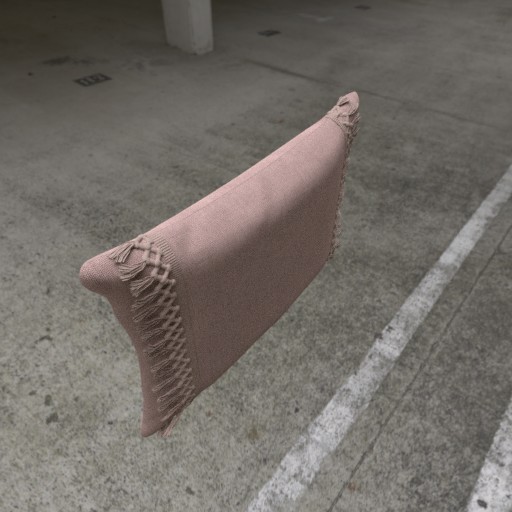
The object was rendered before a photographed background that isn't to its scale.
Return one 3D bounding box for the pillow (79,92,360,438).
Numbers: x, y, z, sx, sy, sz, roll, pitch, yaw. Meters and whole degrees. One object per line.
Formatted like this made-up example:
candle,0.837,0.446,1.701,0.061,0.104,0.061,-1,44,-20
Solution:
pillow,0.000,0.000,0.594,0.084,0.305,0.466,28,49,27
